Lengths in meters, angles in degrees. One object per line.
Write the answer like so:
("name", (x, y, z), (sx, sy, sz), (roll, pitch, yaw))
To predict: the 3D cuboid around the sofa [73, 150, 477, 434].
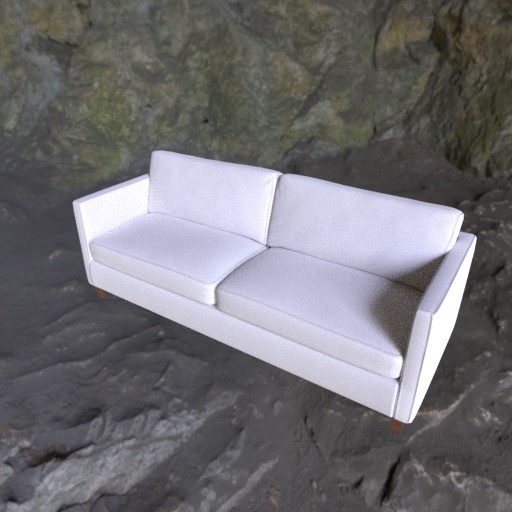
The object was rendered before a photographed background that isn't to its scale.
("sofa", (0.000, 0.000, 2.819), (2.361, 0.962, 0.951), (17, 33, 29))
